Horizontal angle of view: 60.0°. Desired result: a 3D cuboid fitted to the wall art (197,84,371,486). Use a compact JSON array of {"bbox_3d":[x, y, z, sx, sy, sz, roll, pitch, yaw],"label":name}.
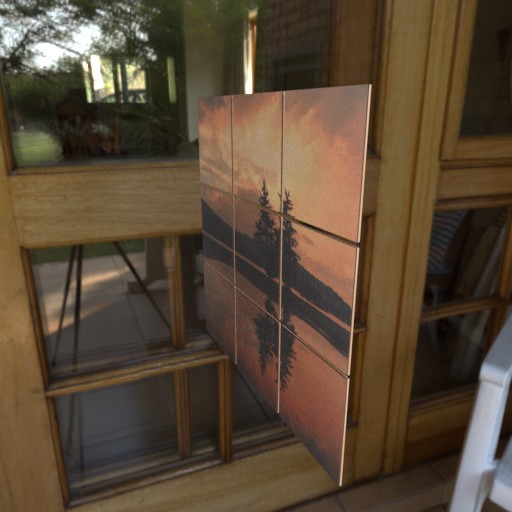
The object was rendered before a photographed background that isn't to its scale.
[{"bbox_3d":[0.000,0.000,2.211,0.013,1.525,1.520,-9,20,-25],"label":"wall art"}]
